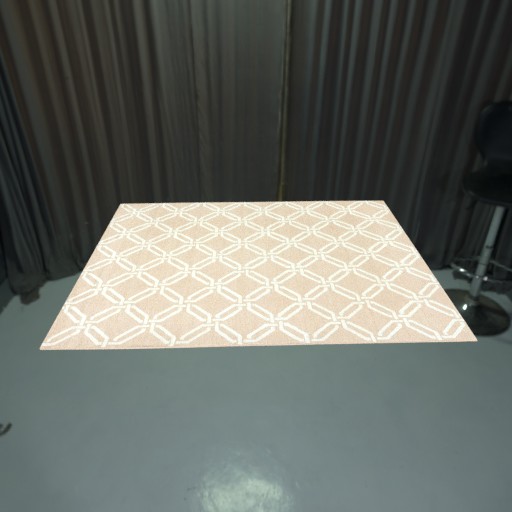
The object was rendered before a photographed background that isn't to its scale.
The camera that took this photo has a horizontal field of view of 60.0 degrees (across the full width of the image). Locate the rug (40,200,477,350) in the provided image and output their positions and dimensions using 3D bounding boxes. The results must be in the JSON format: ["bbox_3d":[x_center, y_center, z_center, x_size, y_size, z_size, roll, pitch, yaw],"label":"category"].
[{"bbox_3d":[0.000,0.000,3.904,2.895,0.018,2.288,-1,31,-1],"label":"rug"}]
